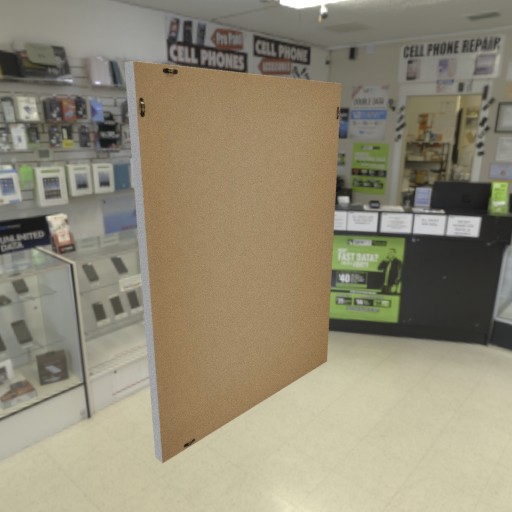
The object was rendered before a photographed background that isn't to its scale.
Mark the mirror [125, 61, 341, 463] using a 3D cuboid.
[{"bbox_3d":[0.000,0.000,1.338,0.040,1.016,0.762,16,23,42],"label":"mirror"}]
